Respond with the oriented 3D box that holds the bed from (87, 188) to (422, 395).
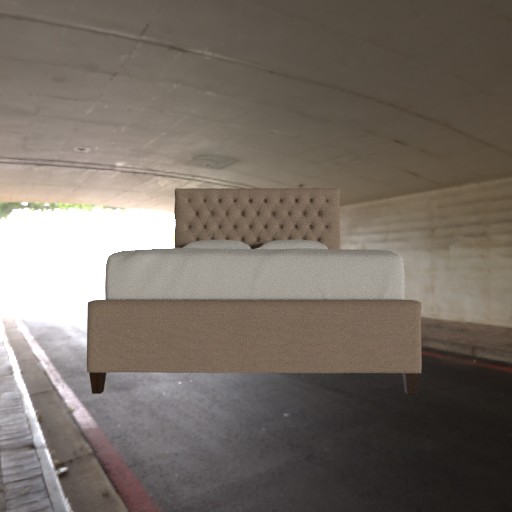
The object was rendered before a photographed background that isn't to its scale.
[{"bbox_3d":[0.000,0.000,3.390,1.698,1.427,2.387,0,-1,1],"label":"bed"}]
